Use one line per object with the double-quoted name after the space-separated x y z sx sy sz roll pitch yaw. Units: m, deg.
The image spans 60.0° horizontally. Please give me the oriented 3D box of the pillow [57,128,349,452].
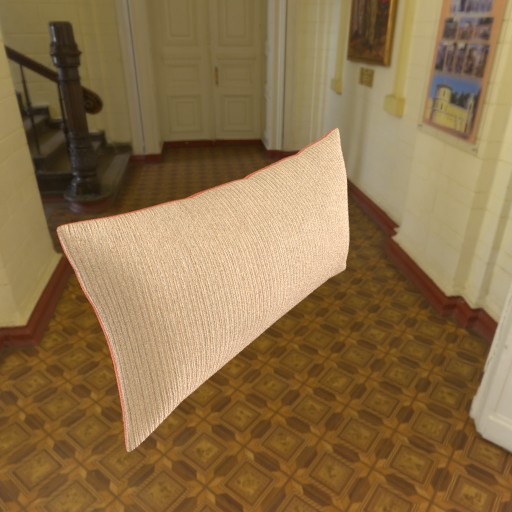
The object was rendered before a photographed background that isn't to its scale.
0.000 0.000 0.724 0.155 0.307 0.608 20 34 32 "pillow"
